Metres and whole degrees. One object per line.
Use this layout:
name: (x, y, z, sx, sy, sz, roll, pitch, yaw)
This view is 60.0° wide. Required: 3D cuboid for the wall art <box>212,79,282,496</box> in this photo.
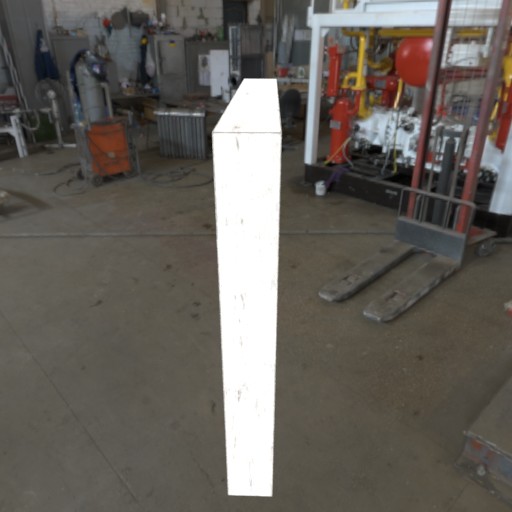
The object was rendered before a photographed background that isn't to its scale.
wall art: (0.000, 0.000, 0.445, 0.038, 0.305, 0.305, 1, 27, 2)
